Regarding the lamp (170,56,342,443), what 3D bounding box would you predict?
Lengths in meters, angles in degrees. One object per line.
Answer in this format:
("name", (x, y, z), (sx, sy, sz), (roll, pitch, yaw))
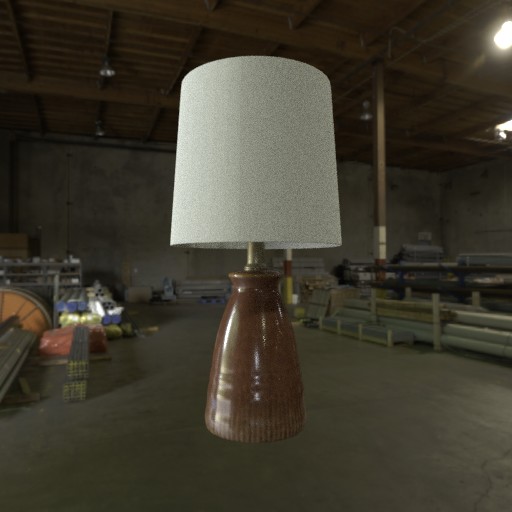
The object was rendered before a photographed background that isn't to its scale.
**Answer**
("lamp", (0.000, 0.000, 0.490), (0.186, 0.369, 0.186), (0, -1, 0))
